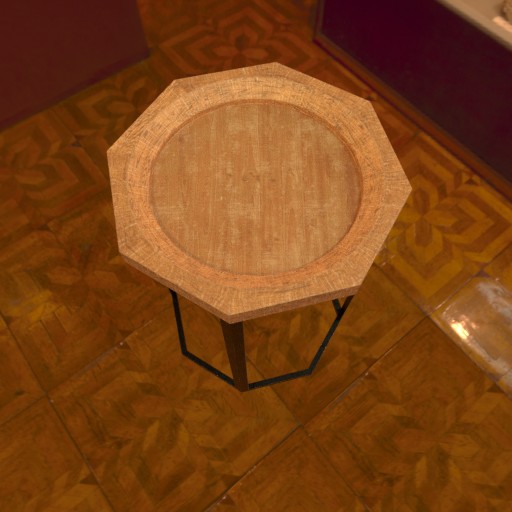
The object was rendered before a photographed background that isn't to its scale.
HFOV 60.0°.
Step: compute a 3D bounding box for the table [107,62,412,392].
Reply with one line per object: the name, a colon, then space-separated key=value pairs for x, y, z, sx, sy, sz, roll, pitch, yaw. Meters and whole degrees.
table: x=0.000 y=0.000 z=0.874 sx=0.437 sy=0.553 sz=0.437 roll=-33 pitch=68 yaw=-15
